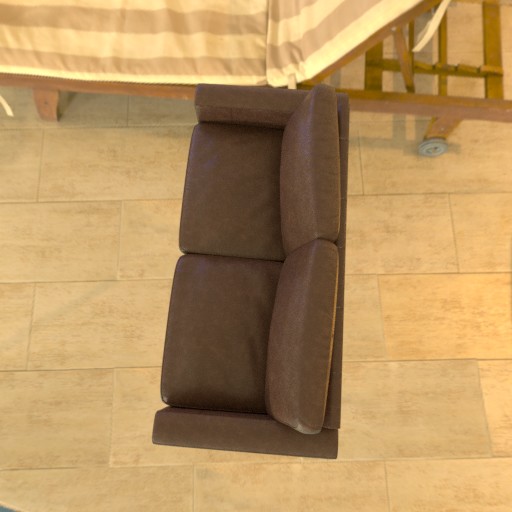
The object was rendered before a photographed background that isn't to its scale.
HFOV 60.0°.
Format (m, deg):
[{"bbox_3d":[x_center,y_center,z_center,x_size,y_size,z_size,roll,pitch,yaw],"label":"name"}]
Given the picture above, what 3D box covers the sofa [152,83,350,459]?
[{"bbox_3d":[0.000,0.000,2.689,1.016,0.873,2.179,4,76,1],"label":"sofa"}]
